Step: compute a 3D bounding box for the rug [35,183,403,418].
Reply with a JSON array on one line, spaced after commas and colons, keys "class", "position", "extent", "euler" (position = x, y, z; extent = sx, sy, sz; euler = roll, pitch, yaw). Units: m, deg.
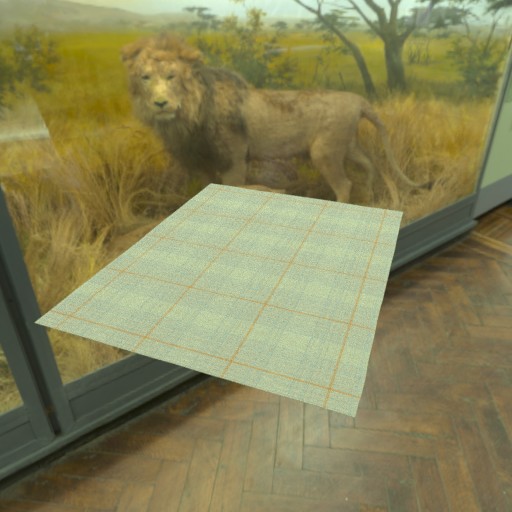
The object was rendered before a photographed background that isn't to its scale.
[{"class": "rug", "position": [0.000, 0.000, 4.219], "extent": [2.448, 0.021, 3.051], "euler": [11, 33, 18]}]
